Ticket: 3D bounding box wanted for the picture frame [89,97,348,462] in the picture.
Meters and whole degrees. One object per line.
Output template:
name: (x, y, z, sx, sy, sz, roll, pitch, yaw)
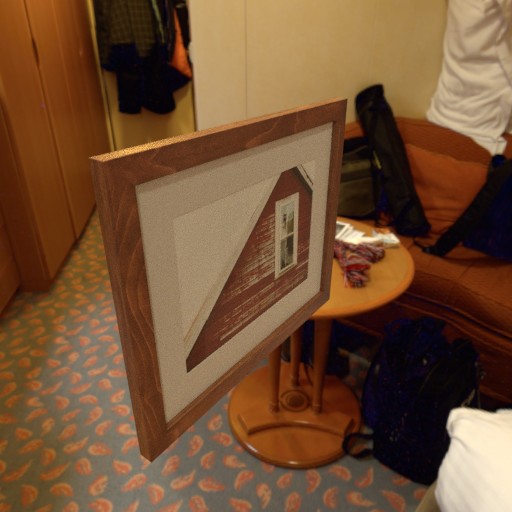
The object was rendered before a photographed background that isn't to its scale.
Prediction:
picture frame: (0.000, 0.000, 0.764, 0.025, 0.457, 0.559, 19, 33, 32)
